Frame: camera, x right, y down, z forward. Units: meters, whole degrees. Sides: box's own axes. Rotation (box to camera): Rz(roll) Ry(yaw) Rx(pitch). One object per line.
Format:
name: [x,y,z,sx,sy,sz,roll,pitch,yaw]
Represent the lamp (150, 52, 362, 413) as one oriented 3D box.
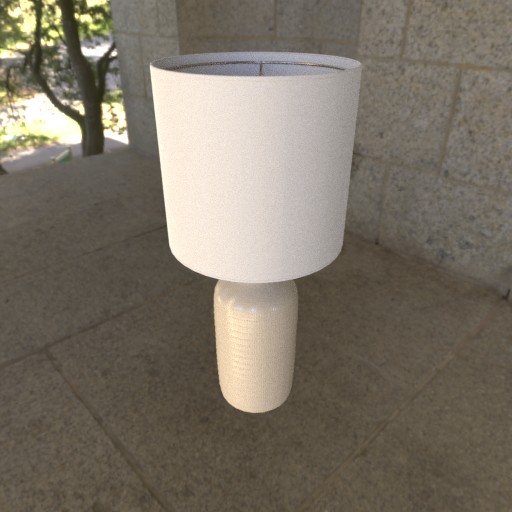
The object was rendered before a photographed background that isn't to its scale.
lamp: [0.000,0.000,0.588,0.220,0.475,0.220,9,31,15]
